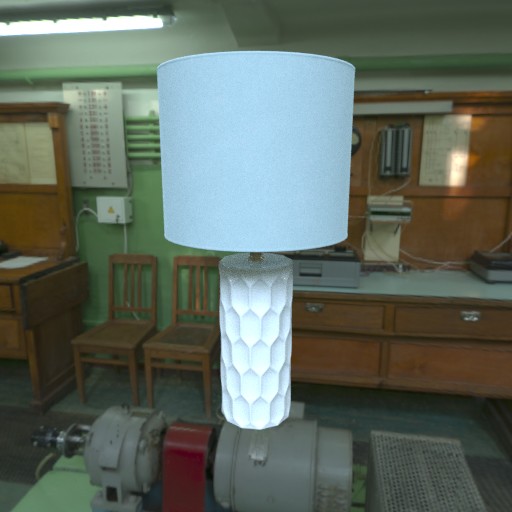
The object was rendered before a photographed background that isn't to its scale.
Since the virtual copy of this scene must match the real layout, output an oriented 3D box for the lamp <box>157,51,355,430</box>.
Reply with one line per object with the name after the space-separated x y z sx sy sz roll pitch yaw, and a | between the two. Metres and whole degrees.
0.000 0.000 0.691 0.277 0.534 0.277 2 13 8 | lamp
